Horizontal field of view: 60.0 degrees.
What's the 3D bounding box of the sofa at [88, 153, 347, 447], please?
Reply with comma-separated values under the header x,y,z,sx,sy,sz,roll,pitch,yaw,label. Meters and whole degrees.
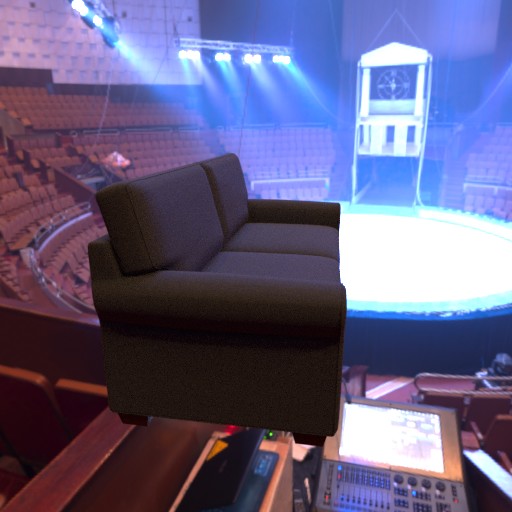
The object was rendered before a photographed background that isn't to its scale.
x,y,z,sx,sy,sz,roll,pitch,yaw,label
0.000,0.000,2.472,0.940,1.020,1.930,3,17,9,sofa
